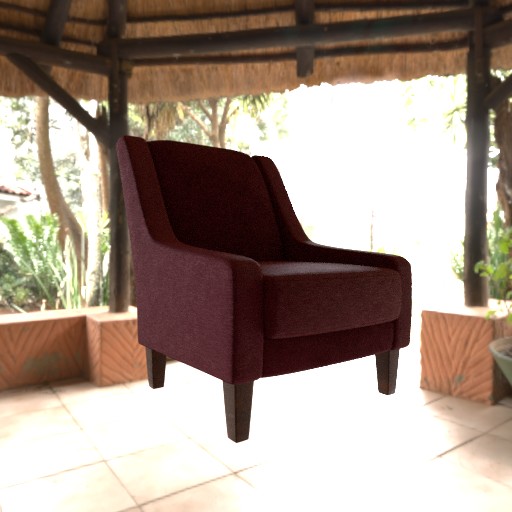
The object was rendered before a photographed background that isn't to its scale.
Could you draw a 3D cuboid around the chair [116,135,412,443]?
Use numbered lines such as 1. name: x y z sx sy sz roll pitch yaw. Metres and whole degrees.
1. chair: 0.000 0.000 1.740 0.793 1.017 0.985 -1 2 -36
